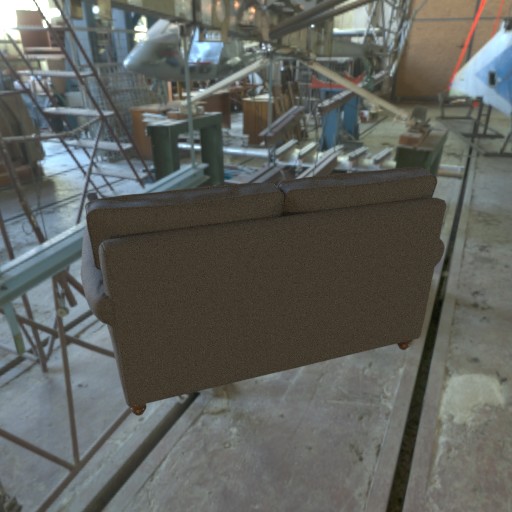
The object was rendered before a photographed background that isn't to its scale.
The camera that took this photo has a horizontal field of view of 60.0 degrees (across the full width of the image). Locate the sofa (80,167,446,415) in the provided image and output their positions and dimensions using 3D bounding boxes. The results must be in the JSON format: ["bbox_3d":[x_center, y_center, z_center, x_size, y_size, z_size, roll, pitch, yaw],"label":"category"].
[{"bbox_3d":[0.000,0.000,2.279,1.665,0.937,0.964,-9,27,-18],"label":"sofa"}]
